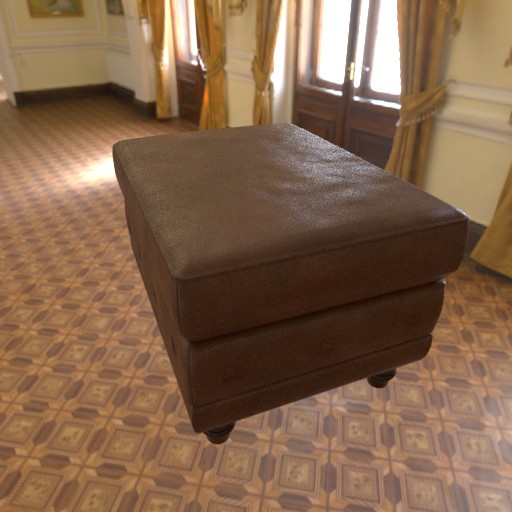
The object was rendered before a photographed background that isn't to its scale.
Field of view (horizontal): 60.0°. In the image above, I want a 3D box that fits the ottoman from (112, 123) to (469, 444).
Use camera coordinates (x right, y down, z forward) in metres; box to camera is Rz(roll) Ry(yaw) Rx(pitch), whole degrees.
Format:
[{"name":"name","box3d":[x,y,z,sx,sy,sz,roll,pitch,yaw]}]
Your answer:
[{"name":"ottoman","box3d":[0.000,0.000,1.167,0.588,0.509,0.795,-12,32,-19]}]
